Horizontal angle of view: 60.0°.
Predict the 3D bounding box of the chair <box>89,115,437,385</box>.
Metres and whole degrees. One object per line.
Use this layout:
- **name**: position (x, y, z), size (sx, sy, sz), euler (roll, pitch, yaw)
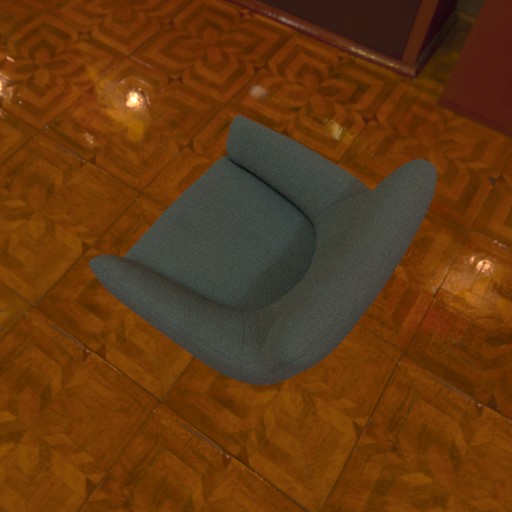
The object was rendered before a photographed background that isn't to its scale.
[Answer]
- **chair**: position (0.000, 0.000, 1.411), size (0.761, 0.813, 0.738), euler (33, 68, 16)
